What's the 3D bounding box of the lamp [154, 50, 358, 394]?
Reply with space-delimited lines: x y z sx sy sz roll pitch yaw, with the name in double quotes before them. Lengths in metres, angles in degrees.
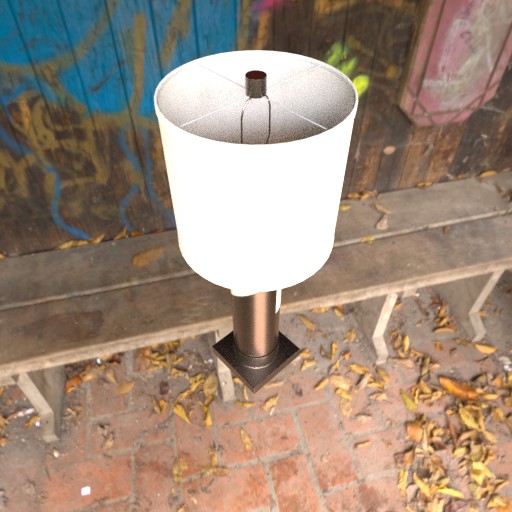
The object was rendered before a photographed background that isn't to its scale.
"lamp" 0.000 0.000 0.615 0.202 0.509 0.202 -34 55 -28
